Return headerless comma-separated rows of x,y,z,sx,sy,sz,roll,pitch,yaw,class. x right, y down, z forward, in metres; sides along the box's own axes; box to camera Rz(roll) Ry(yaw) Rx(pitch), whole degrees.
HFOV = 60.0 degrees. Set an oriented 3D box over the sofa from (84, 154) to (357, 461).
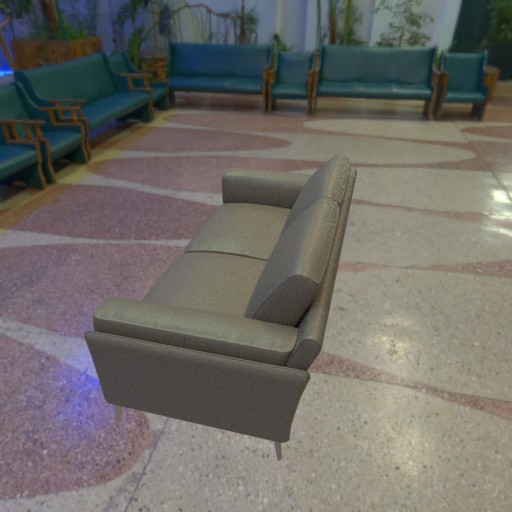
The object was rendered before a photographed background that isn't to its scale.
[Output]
0.000,0.000,2.756,1.049,0.930,2.101,8,32,13,sofa
